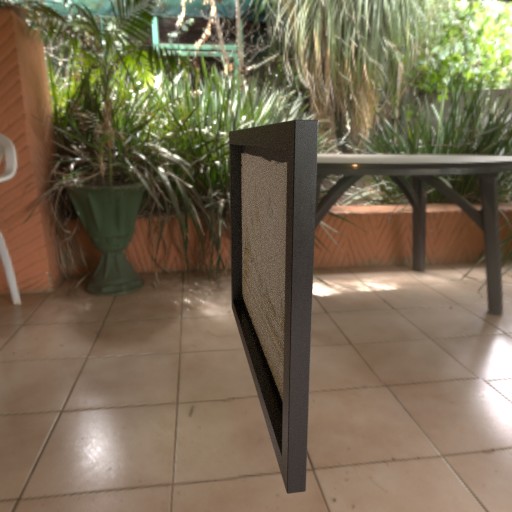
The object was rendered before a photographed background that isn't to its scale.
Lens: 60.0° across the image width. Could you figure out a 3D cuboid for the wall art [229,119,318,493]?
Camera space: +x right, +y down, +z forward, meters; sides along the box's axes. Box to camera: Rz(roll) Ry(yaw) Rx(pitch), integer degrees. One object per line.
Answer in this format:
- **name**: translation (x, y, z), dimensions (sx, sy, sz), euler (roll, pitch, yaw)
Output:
- **wall art**: translation (0.000, 0.000, 0.824), dimensions (0.027, 0.458, 0.657), euler (-2, 15, -9)
